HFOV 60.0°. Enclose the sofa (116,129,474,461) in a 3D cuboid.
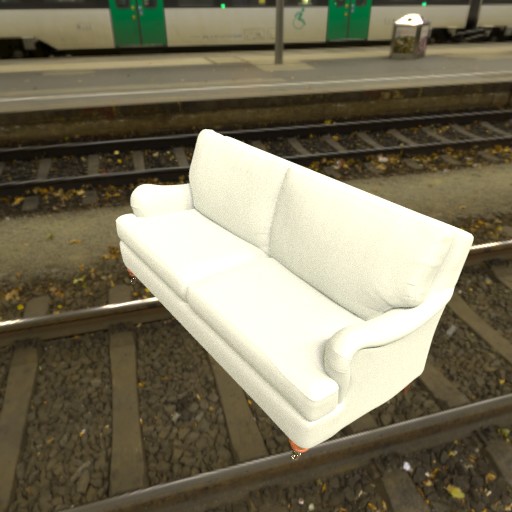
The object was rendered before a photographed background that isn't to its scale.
[{"bbox_3d":[0.000,0.000,2.817,1.069,1.096,2.193,-21,37,-31],"label":"sofa"}]
